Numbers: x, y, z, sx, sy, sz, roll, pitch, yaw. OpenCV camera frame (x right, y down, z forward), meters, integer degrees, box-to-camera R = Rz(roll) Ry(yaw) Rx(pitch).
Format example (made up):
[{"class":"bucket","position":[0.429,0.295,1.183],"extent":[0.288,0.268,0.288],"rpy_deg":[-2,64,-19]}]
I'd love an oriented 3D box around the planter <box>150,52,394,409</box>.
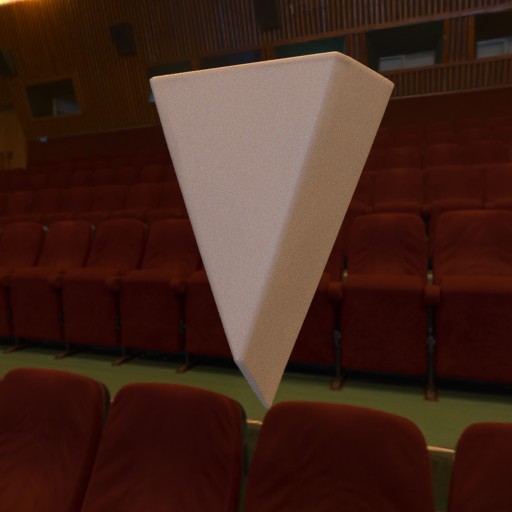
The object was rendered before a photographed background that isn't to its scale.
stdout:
[{"class":"planter","position":[0.000,0.000,0.258],"extent":[0.150,0.197,0.060],"rpy_deg":[1,2,19]}]
